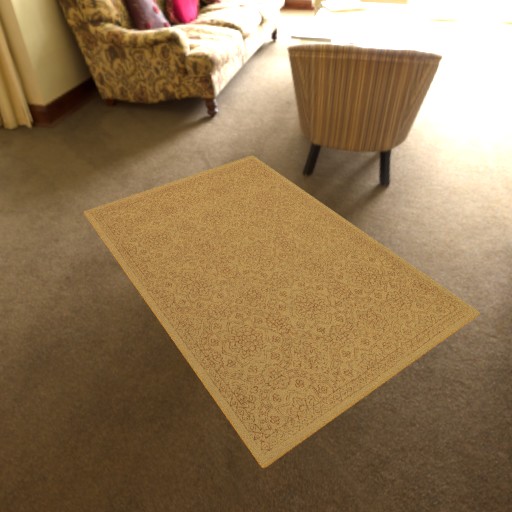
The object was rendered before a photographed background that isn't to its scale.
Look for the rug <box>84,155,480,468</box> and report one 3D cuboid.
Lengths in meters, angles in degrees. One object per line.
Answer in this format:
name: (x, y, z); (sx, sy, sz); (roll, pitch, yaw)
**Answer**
rug: (0.000, 0.000, 2.322); (1.219, 0.010, 1.829); (-24, 46, -26)
